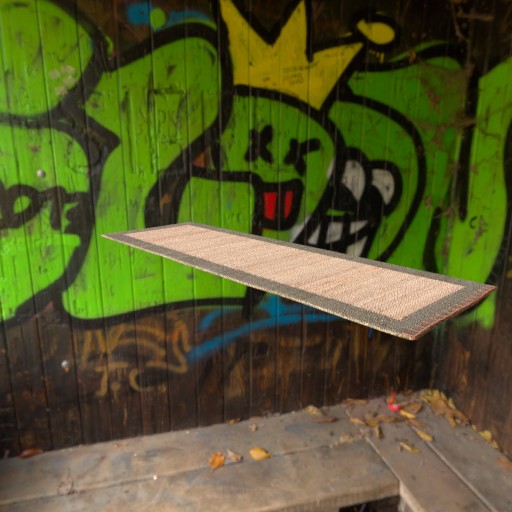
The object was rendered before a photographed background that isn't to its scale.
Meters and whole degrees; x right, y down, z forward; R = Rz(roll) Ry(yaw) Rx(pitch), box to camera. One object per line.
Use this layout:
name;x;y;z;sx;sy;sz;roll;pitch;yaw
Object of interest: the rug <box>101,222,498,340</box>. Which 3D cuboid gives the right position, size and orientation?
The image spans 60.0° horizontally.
rug;0.000;0.000;2.620;0.810;0.016;2.413;-13;19;-42
